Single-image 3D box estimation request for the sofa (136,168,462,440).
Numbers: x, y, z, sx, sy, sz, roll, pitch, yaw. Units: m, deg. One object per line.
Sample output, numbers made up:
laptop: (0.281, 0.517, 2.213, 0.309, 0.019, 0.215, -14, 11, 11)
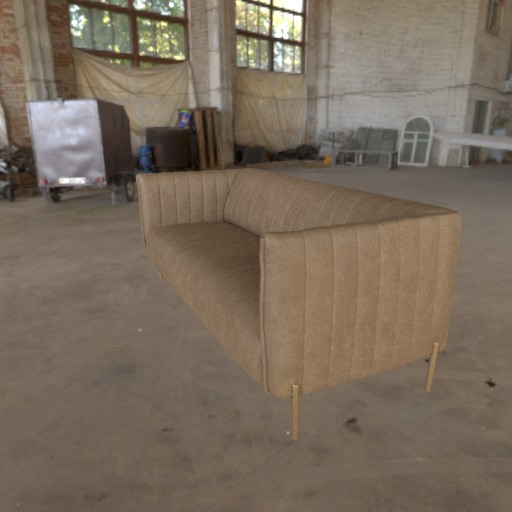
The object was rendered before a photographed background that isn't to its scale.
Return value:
sofa: (0.000, 0.000, 2.444, 0.876, 0.779, 1.980, -8, 19, -25)
